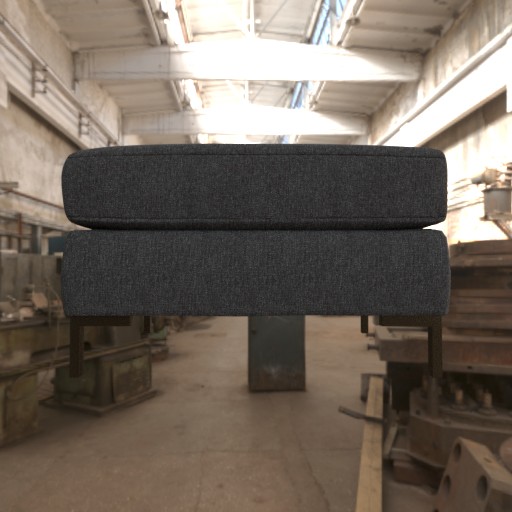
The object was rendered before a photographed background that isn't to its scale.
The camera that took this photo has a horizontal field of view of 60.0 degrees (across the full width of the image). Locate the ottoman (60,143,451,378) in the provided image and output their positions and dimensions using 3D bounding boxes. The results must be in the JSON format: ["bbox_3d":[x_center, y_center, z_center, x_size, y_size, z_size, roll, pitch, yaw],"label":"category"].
[{"bbox_3d":[0.000,0.000,1.270,0.831,0.533,0.695,0,-1,0],"label":"ottoman"}]
